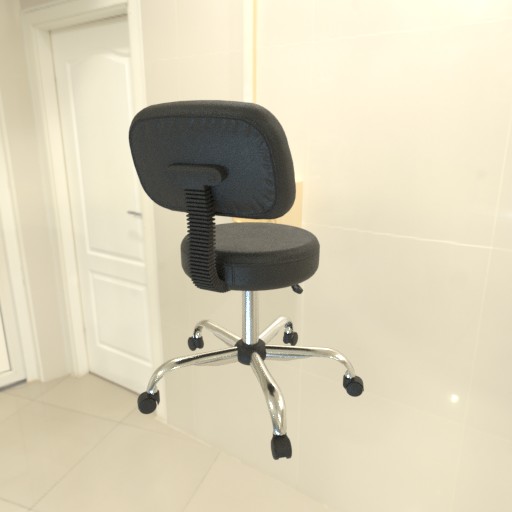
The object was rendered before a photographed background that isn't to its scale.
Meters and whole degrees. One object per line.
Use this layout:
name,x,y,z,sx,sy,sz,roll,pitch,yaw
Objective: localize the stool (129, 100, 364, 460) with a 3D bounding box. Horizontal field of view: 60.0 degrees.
stool,0.000,0.000,1.339,0.673,0.862,0.648,8,18,26
